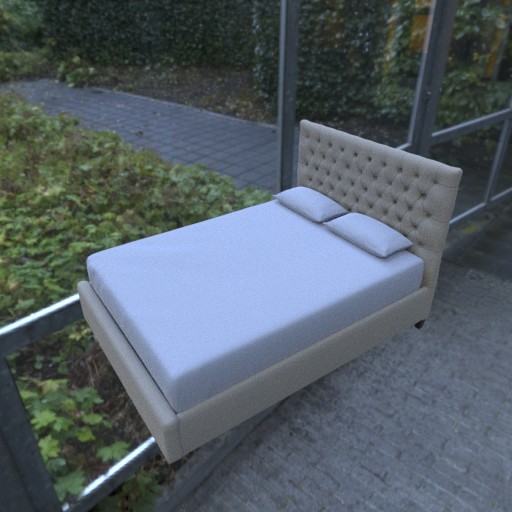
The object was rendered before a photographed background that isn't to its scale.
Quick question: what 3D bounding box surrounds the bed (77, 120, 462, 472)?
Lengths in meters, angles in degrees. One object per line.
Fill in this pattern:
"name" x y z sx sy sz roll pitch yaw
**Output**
"bed" 0.000 0.000 3.430 2.387 1.427 1.698 -20 36 -29
